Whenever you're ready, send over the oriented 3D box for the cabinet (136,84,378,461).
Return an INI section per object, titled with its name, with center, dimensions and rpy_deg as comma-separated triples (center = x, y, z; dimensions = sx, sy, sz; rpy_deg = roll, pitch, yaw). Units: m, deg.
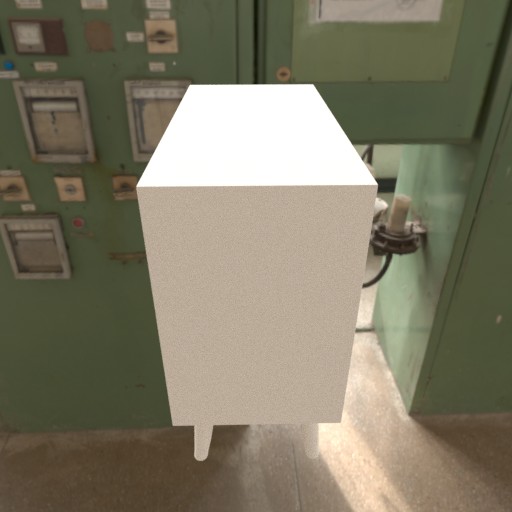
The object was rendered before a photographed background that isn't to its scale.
[cabinet]
center = 0.000, 0.000, 1.244
dimensions = 0.398, 0.761, 0.800
rpy_deg = -1, 32, -1
